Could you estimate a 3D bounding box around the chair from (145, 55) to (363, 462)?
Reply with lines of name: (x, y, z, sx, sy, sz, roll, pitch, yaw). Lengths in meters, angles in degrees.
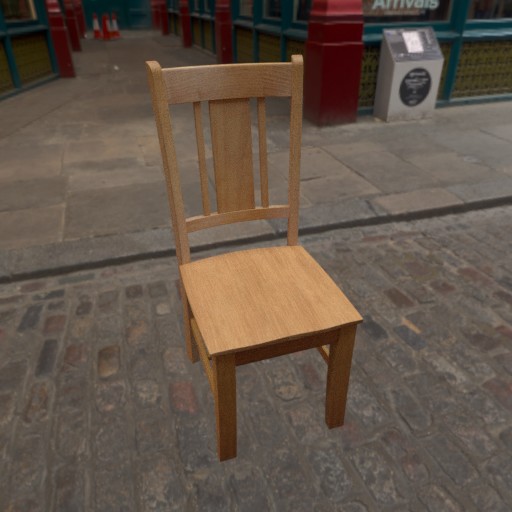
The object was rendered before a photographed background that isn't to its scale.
chair: (0.000, 0.000, 1.284, 0.450, 0.998, 0.556, -10, 32, -16)
